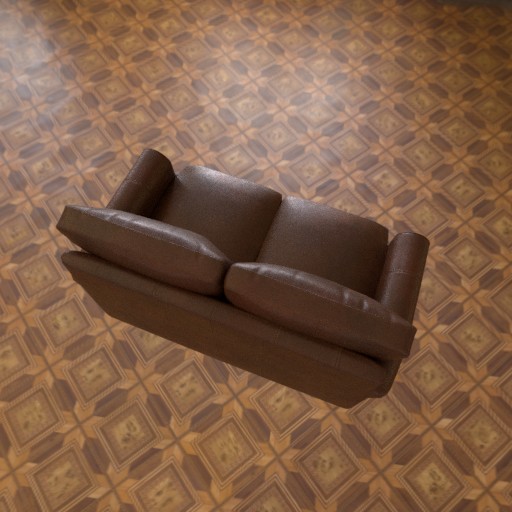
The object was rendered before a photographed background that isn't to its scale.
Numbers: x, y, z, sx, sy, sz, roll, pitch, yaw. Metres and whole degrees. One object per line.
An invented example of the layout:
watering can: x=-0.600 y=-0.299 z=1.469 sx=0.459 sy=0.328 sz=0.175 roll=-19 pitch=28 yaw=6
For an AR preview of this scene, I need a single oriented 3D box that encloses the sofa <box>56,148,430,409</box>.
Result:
sofa: x=0.000 y=0.000 z=2.274 sx=1.616 sy=0.976 sz=0.990 roll=19 pitch=65 yaw=9
